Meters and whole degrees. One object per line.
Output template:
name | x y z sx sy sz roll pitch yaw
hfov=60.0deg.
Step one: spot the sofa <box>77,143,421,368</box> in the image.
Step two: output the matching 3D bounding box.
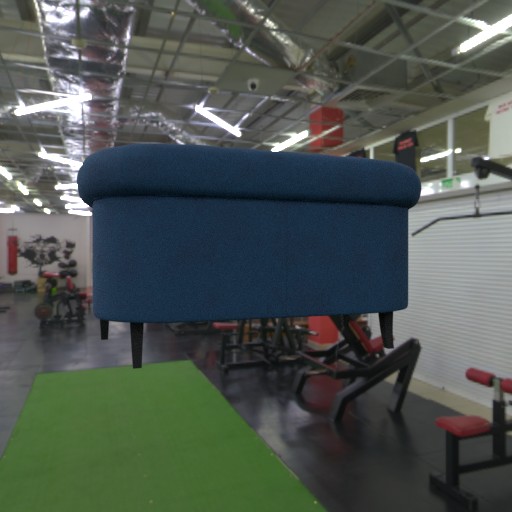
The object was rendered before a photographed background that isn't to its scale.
sofa | 0.000 0.000 2.058 1.558 0.827 0.835 0 0 -18
